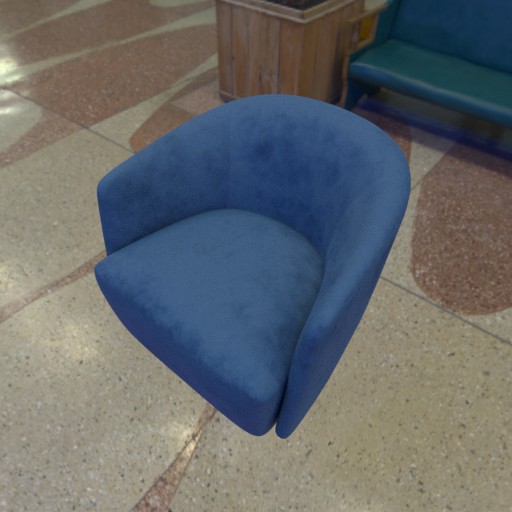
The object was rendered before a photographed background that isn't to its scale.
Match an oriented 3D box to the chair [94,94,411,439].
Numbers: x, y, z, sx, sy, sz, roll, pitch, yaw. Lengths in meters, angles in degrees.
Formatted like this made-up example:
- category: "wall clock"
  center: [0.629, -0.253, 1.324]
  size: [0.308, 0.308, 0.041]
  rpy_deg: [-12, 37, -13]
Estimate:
- category: "chair"
  center: [0.000, 0.000, 1.343]
  size: [0.773, 0.698, 0.767]
  rpy_deg: [32, 53, 27]
